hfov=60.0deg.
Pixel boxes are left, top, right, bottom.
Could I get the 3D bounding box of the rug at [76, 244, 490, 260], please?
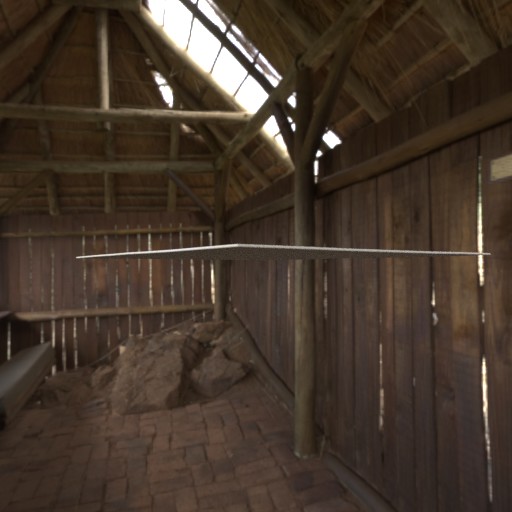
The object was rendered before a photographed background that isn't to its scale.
[{"bbox_3d":[0.000,0.000,4.061,2.410,0.021,3.055,1,-2,-36],"label":"rug"}]
